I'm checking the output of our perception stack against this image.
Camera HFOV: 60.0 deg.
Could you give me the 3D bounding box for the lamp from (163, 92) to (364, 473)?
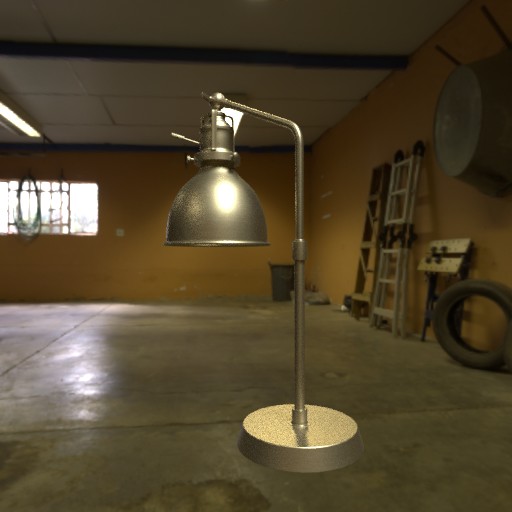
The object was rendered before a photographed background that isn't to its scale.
[{"bbox_3d":[0.000,0.000,0.581,0.286,0.456,0.153,0,0,37],"label":"lamp"}]
